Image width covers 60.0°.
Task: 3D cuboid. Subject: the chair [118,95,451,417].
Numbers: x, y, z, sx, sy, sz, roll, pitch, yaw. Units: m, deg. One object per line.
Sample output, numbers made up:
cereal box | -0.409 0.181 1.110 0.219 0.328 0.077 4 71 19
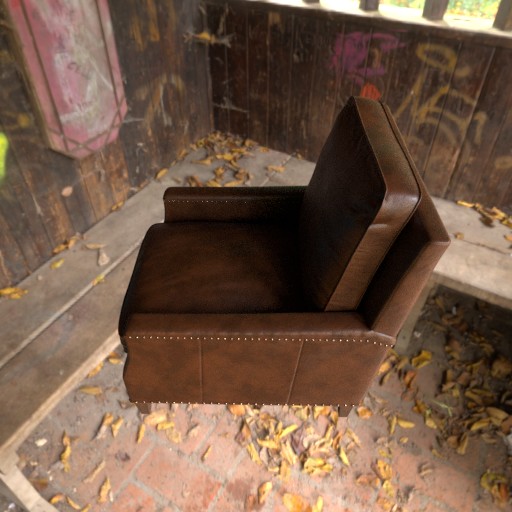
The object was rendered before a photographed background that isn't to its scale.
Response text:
chair | 0.000 0.000 1.761 1.035 1.054 0.854 1 43 1
